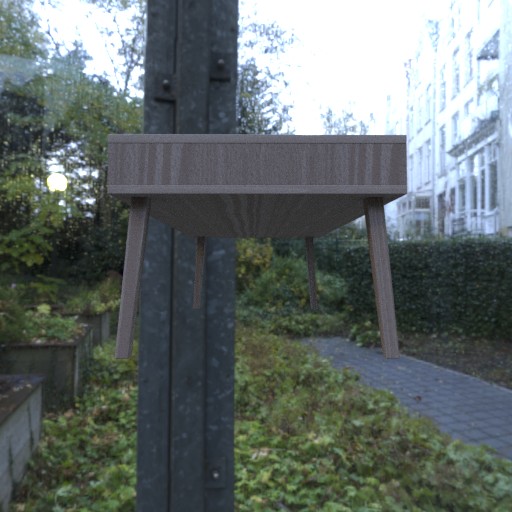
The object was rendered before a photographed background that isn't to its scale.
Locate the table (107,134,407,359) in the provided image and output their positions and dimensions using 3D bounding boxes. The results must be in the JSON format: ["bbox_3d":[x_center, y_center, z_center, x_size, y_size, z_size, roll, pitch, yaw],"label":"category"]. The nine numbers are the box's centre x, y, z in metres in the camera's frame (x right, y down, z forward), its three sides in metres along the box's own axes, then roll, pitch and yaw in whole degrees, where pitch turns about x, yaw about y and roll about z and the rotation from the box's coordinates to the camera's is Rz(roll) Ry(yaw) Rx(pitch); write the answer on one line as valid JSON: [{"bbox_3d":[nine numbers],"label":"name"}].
[{"bbox_3d":[0.000,0.000,1.481,0.600,0.450,1.200,0,-2,0],"label":"table"}]
